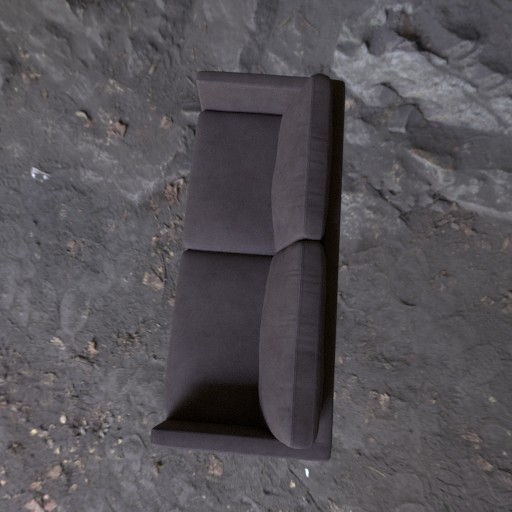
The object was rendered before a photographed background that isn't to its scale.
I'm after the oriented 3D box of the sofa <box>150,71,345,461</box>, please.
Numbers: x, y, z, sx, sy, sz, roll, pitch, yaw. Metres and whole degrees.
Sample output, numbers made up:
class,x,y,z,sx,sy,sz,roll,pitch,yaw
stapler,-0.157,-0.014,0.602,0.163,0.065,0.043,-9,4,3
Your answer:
class,x,y,z,sx,sy,sz,roll,pitch,yaw
sofa,0.000,0.000,2.744,0.951,0.965,2.208,5,77,1
